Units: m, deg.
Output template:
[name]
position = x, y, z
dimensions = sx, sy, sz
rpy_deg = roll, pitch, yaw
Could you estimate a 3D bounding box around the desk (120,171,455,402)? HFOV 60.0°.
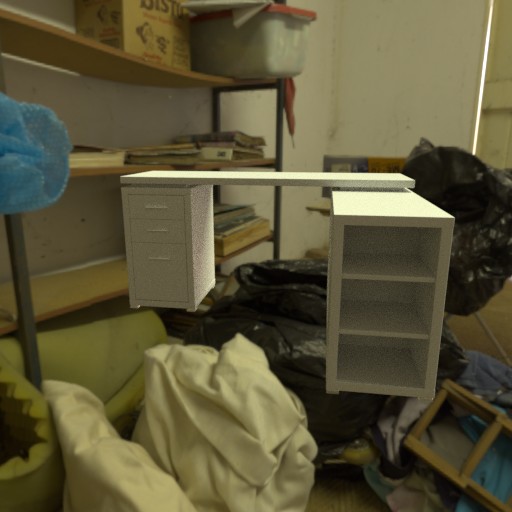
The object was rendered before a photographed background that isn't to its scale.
[desk]
position = 0.000, 0.000, 2.237
dimensions = 1.524, 0.753, 1.200
rpy_deg = 2, 15, 9
